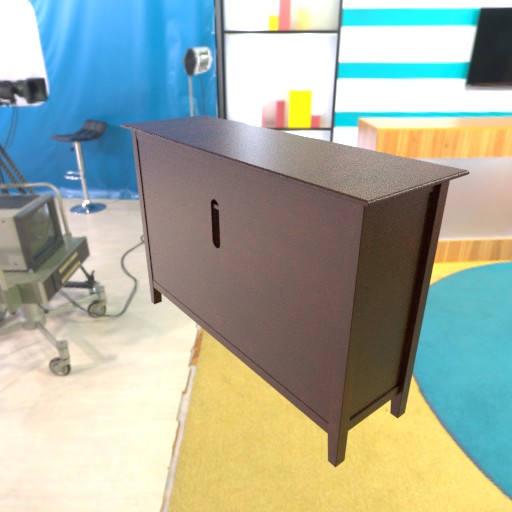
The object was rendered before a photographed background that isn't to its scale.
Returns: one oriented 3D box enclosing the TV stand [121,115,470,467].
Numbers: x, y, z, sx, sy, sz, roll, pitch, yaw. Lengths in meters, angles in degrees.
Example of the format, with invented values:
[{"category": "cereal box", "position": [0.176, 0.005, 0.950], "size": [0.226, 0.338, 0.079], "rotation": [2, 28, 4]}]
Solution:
[{"category": "TV stand", "position": [0.000, 0.000, 1.800], "size": [0.445, 0.915, 1.372], "rotation": [-19, 31, -34]}]
